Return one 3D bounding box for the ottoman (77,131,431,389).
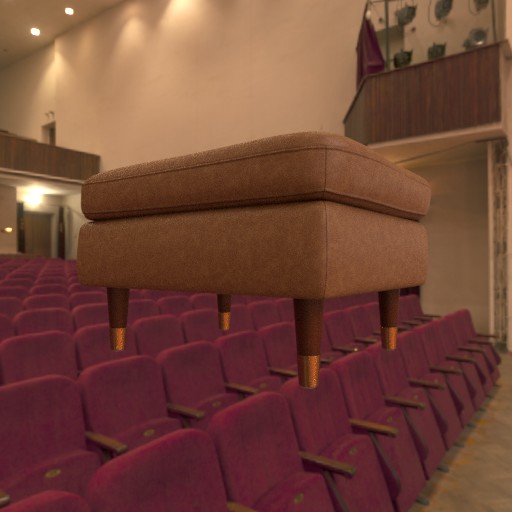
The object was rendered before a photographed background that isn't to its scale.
[{"bbox_3d":[0.000,0.000,1.119,0.747,0.478,0.593,-1,-1,36],"label":"ottoman"}]
